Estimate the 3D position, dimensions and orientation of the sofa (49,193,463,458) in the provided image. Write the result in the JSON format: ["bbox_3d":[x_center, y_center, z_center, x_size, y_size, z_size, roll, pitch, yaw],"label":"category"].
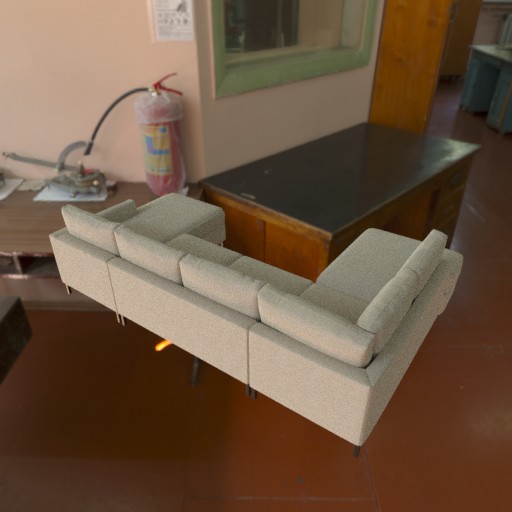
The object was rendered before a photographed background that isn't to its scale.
[{"bbox_3d":[0.000,0.000,3.827,2.984,0.862,1.989,21,37,29],"label":"sofa"}]
